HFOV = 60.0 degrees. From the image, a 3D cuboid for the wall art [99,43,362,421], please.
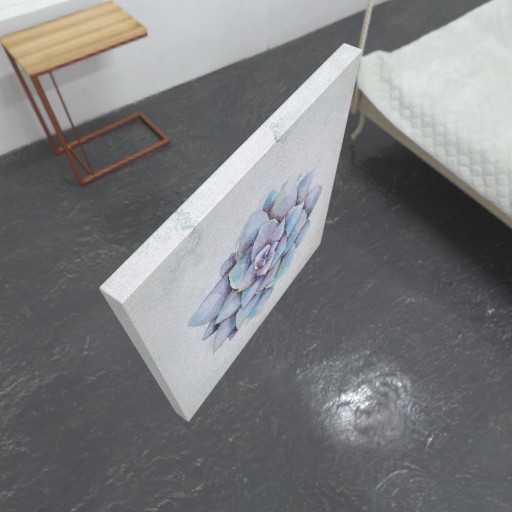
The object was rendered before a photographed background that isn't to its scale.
[{"bbox_3d":[0.000,0.000,0.916,0.040,0.612,0.612,30,62,18],"label":"wall art"}]
